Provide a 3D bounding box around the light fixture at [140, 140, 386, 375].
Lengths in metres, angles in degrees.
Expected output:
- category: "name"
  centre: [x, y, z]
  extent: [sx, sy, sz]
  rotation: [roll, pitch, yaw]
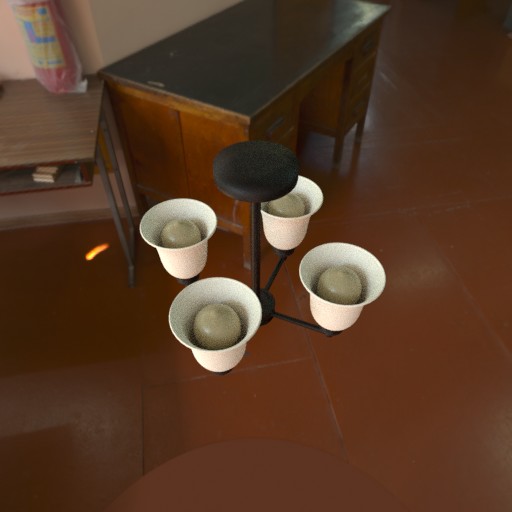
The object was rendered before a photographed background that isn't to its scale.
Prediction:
- category: "light fixture"
  centre: [0.000, 0.000, 1.873]
  extent: [1.069, 0.925, 1.069]
  rotation: [17, 48, 16]
